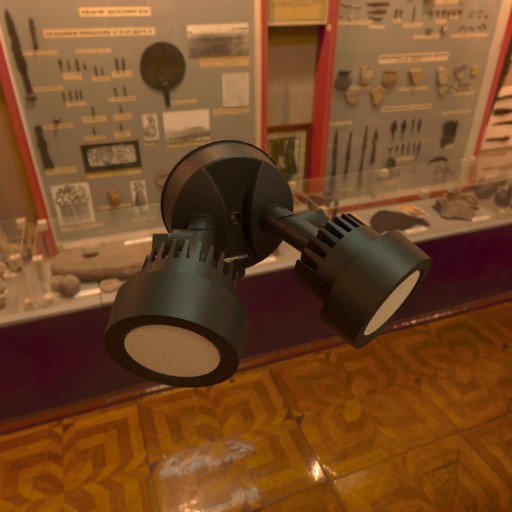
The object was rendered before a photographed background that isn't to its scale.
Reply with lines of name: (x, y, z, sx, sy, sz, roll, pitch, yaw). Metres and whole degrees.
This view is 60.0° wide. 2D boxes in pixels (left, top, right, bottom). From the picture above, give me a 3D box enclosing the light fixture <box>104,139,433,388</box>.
light fixture: (0.000, 0.000, 0.314, 0.213, 0.120, 0.168, -10, 32, -16)
